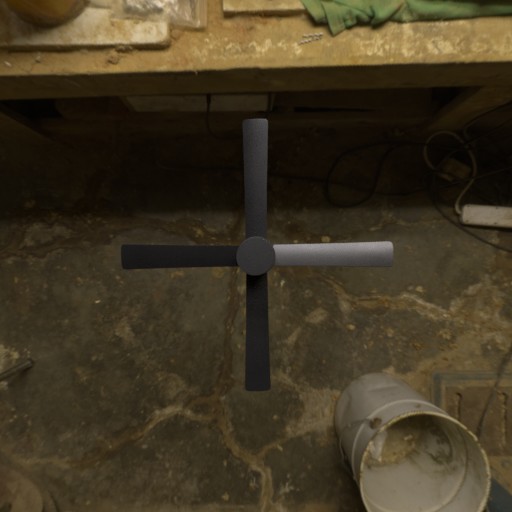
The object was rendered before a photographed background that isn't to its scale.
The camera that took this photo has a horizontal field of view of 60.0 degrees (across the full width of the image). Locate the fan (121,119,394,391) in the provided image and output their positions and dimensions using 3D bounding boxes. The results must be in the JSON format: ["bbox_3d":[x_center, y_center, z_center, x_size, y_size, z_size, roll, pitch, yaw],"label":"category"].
[{"bbox_3d":[0.000,0.000,2.307,1.525,0.534,1.525,0,91,1],"label":"fan"}]
